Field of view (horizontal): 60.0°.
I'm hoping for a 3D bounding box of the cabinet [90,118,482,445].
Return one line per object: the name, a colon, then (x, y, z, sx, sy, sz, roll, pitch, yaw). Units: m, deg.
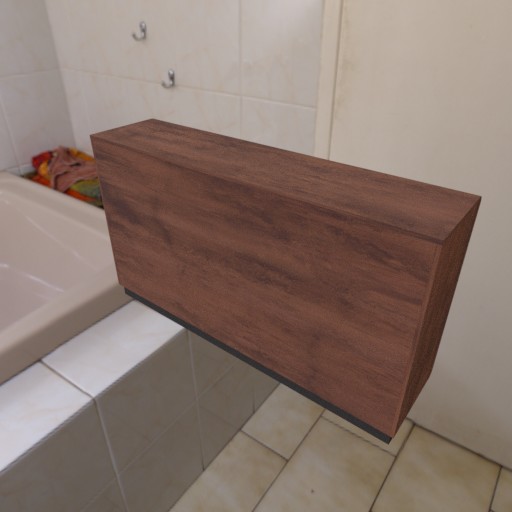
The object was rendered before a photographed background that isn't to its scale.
cabinet: (0.000, 0.000, 1.983, 1.600, 0.900, 0.420, 22, 38, 32)
